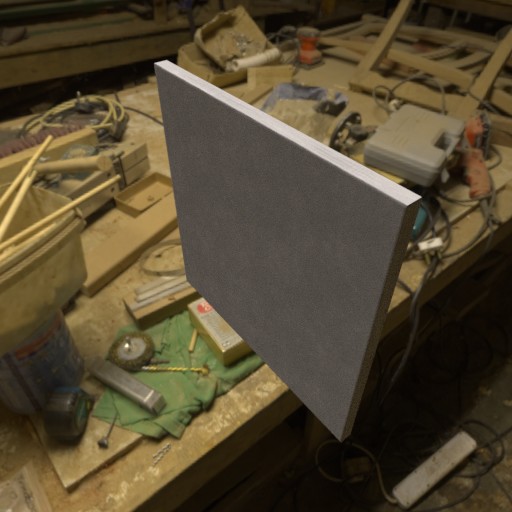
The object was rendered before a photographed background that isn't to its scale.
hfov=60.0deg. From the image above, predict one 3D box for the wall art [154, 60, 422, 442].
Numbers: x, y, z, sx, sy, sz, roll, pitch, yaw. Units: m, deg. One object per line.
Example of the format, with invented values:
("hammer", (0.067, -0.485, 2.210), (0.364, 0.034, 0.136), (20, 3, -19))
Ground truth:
("wall art", (0.000, 0.000, 0.451), (0.015, 0.303, 0.303), (-28, 49, -27))
